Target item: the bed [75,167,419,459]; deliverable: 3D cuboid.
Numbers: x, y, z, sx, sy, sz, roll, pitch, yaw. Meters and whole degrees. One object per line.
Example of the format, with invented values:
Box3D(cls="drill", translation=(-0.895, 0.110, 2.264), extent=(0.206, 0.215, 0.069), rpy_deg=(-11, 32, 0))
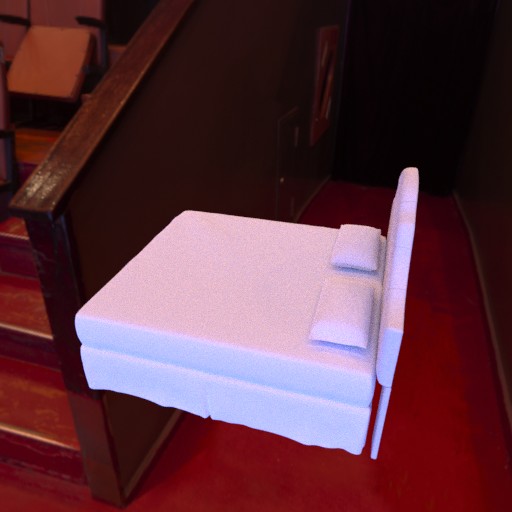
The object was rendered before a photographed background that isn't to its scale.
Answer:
Box3D(cls="bed", translation=(0.000, 0.000, 3.563), extent=(2.214, 1.615, 2.008), rpy_deg=(8, 31, 14))
